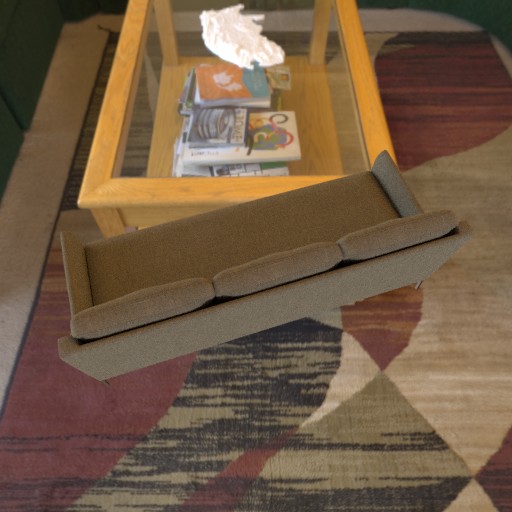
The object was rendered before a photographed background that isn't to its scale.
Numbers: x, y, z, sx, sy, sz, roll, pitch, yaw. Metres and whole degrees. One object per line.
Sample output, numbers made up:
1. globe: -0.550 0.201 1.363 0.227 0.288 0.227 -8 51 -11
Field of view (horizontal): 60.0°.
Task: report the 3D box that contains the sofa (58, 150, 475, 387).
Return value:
1. sofa: 0.000 0.000 2.530 2.060 0.837 0.849 -16 59 -10
